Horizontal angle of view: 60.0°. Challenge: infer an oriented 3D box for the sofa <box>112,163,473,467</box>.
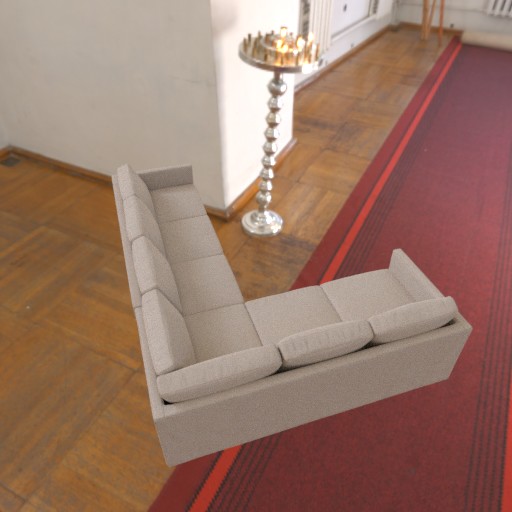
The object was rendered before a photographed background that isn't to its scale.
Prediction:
[{"bbox_3d":[0.000,0.000,4.360,2.432,0.871,3.182,-12,42,-14],"label":"sofa"}]
